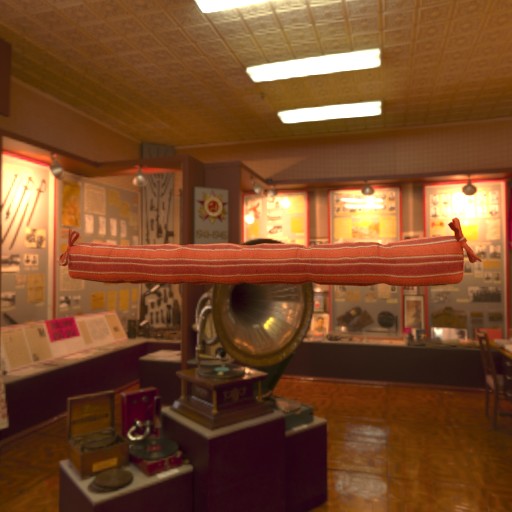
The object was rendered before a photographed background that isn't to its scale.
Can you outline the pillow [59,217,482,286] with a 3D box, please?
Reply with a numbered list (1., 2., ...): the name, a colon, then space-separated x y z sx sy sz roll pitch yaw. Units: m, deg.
1. pillow: 0.000 0.000 1.365 1.194 0.174 0.511 0 -1 18
